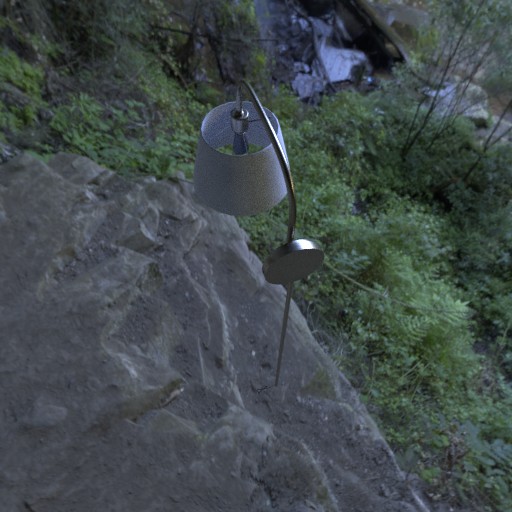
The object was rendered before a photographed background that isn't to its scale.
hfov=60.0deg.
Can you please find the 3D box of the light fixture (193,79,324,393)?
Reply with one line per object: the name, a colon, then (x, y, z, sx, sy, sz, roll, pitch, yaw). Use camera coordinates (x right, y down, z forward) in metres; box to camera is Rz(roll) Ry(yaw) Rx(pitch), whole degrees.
light fixture: (0.000, 0.000, 0.463, 0.092, 0.399, 0.176, -16, 60, -9)
